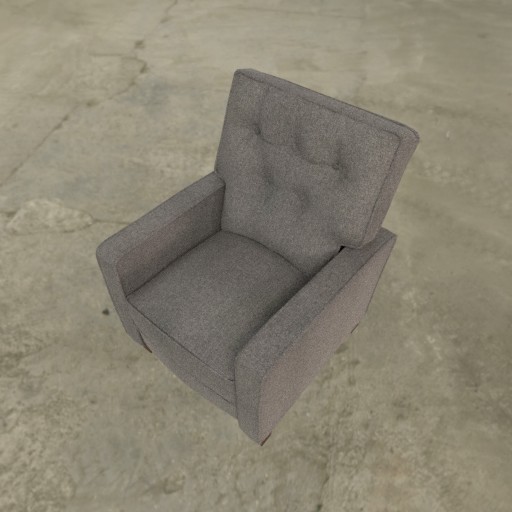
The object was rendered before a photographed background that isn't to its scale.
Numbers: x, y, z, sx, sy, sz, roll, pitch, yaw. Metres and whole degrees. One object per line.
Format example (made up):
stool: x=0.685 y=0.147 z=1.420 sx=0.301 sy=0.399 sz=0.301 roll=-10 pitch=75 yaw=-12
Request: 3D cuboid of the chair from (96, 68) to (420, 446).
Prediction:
chair: x=0.000 y=0.000 z=1.418 sx=0.650 sy=0.889 sz=0.775 roll=31 pitch=55 yaw=25
